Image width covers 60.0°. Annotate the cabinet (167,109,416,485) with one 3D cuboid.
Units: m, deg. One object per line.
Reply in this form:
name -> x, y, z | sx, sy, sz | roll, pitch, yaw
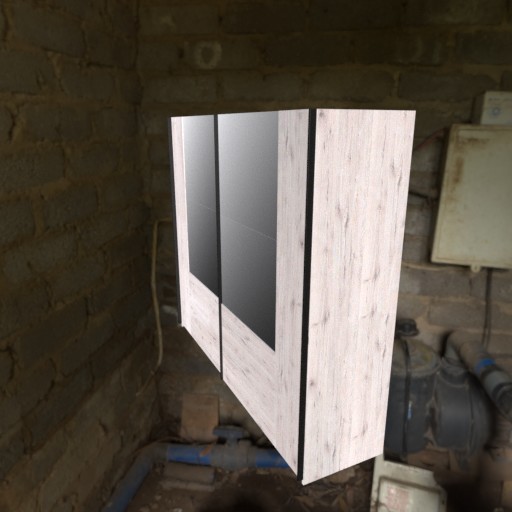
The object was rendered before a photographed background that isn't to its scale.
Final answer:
cabinet -> 0.000, 0.000, 3.595 | 0.660, 2.180, 2.500 | -8, 18, -25
